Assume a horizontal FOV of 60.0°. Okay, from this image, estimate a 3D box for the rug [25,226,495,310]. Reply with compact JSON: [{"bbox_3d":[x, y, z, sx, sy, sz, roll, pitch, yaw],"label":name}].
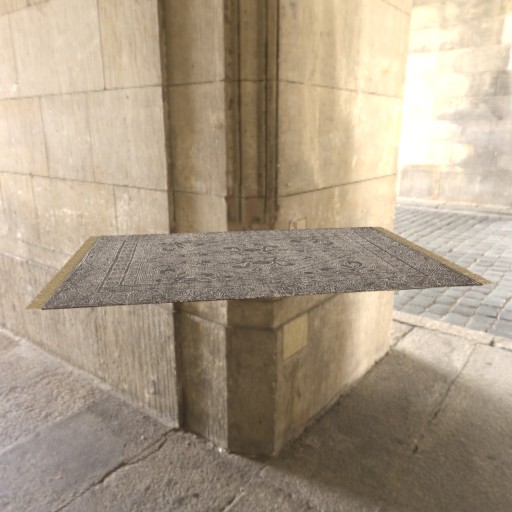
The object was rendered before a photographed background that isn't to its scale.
[{"bbox_3d":[0.000,0.000,2.984,2.440,0.010,1.529,-2,16,-8],"label":"rug"}]
